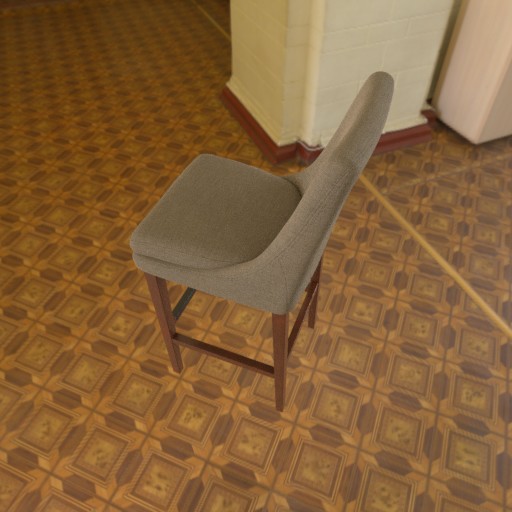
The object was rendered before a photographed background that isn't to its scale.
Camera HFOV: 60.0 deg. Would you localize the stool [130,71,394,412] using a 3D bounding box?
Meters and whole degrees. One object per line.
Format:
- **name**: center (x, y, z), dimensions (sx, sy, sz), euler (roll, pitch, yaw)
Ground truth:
- **stool**: center (0.000, 0.000, 1.370), dimensions (0.577, 1.078, 0.470), euler (16, 49, 15)
